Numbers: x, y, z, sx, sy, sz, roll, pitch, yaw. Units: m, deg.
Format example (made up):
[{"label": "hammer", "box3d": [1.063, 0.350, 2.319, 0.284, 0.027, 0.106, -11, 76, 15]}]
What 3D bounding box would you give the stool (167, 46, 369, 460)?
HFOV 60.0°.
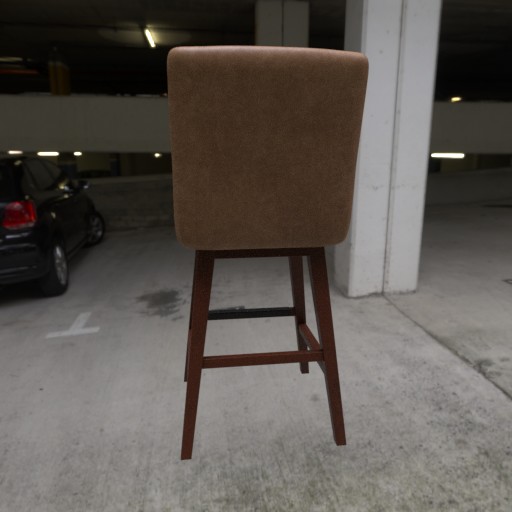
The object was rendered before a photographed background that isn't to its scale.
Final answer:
[{"label": "stool", "box3d": [0.000, 0.000, 1.362, 0.487, 1.079, 0.572, -2, 14, -8]}]
